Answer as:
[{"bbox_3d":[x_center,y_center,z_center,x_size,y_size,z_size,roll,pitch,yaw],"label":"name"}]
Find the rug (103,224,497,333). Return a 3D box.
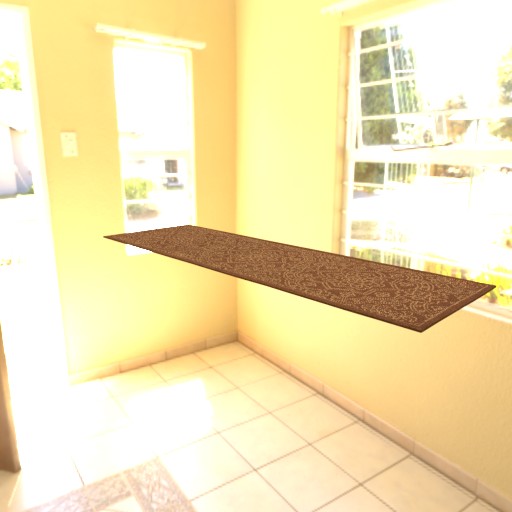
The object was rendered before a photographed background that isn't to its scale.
[{"bbox_3d":[0.000,0.000,2.663,0.769,0.012,2.448,-13,19,-43],"label":"rug"}]
